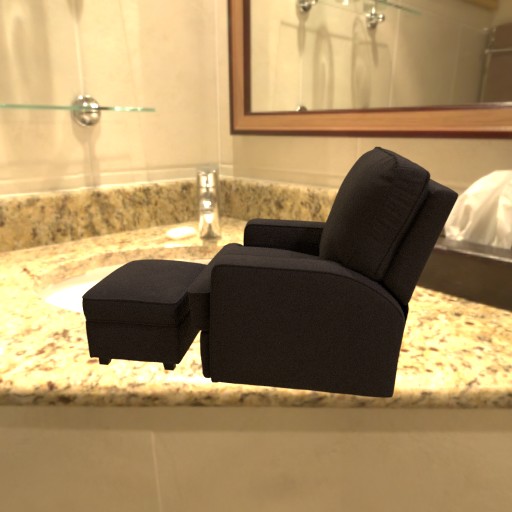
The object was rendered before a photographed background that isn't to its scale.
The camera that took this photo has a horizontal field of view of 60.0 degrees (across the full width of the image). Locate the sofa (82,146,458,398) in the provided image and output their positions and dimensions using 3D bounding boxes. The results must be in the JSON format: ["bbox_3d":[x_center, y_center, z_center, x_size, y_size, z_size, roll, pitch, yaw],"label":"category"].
[{"bbox_3d":[0.000,0.000,2.020,1.472,0.959,0.861,2,17,8],"label":"sofa"}]
